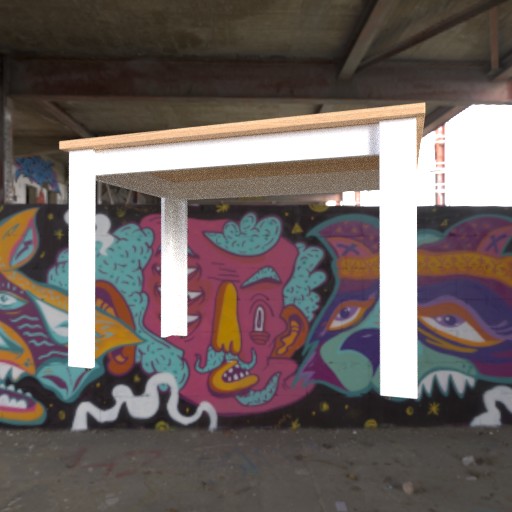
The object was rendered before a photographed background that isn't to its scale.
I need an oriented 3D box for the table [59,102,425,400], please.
[{"bbox_3d":[0.000,0.000,1.577,1.100,0.734,0.700,0,-1,19],"label":"table"}]
